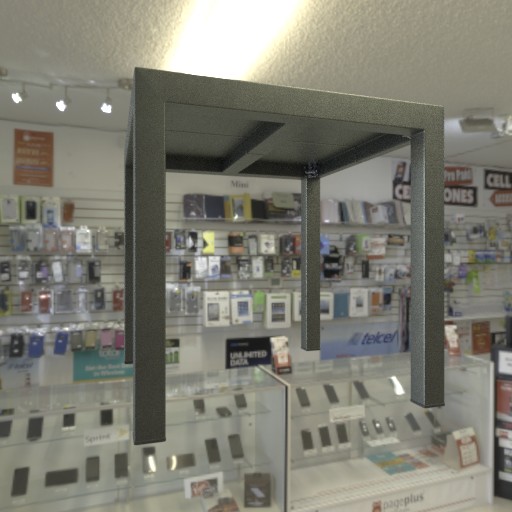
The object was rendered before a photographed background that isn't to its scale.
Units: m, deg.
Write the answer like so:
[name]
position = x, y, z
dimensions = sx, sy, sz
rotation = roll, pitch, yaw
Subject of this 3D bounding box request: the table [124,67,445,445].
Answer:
[table]
position = 0.000, 0.000, 0.911
dimensions = 0.508, 0.508, 0.508
rotation = 0, 0, -18
